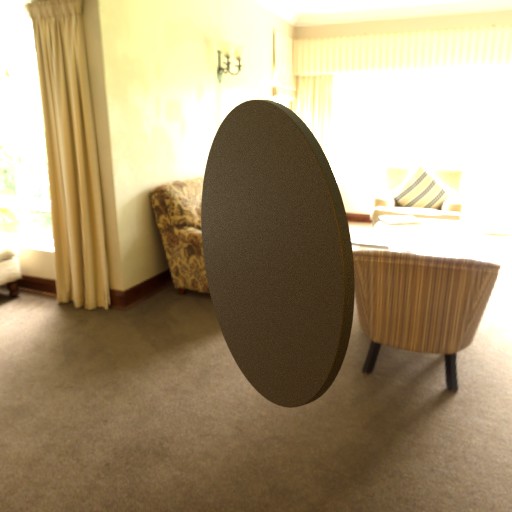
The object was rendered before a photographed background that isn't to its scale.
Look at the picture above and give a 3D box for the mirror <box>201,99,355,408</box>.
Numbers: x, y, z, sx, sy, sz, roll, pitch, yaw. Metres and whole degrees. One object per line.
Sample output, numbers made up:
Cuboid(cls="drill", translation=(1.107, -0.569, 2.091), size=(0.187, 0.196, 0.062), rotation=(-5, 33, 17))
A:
Cuboid(cls="mirror", translation=(0.000, 0.000, 1.618), size=(0.036, 1.077, 1.077), rotation=(-8, 18, -26))
